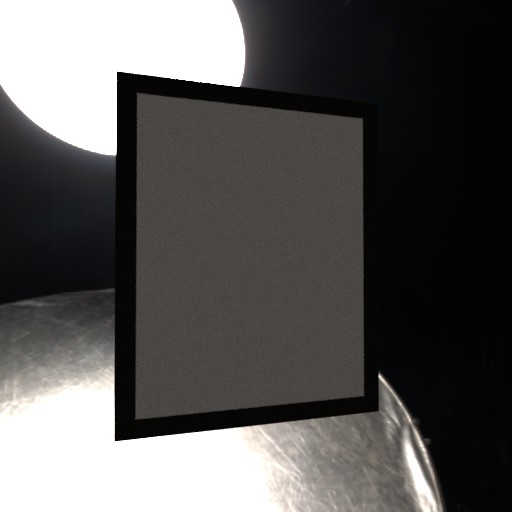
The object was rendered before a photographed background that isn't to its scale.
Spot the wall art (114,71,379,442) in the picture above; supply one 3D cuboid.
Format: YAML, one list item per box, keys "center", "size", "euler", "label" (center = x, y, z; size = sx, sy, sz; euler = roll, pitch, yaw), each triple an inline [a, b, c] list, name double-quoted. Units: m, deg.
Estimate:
- center: [0.000, 0.000, 0.543]
  size: [0.329, 0.404, 0.024]
  euler: [0, -1, -18]
  label: "wall art"
